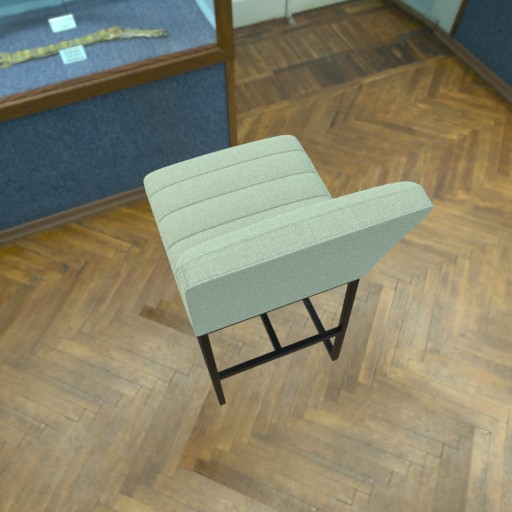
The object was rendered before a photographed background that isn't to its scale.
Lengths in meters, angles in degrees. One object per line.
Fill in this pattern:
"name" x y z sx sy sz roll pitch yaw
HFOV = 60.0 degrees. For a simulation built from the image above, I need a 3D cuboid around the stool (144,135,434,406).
"stool" 0.000 0.000 1.232 0.460 0.940 0.560 -18 60 -11
